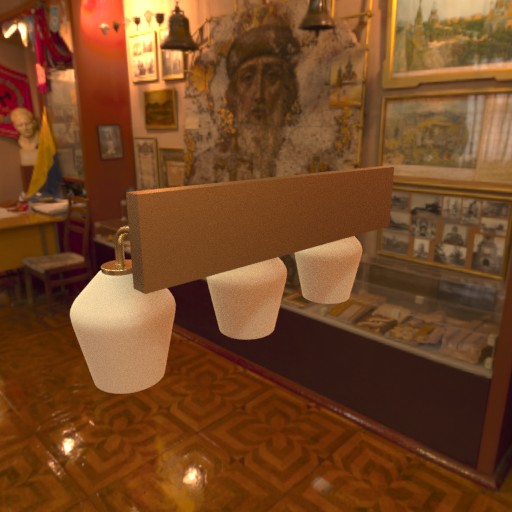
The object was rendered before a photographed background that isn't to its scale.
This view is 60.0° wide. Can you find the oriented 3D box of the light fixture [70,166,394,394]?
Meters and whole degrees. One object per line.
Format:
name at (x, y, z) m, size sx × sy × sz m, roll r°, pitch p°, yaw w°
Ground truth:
light fixture at (0.000, 0.000, 0.753) m, size 0.609 × 0.280 × 0.190 m, roll -15°, pitch 22°, yaw -42°
